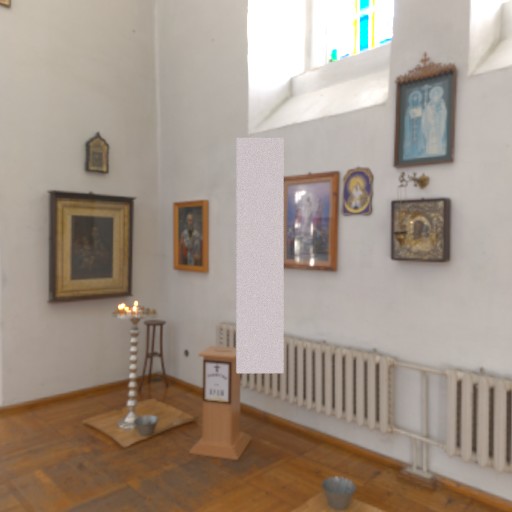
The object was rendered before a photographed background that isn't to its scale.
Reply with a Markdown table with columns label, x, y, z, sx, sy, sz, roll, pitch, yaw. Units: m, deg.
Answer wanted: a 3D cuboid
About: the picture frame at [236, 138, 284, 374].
| label | x | y | z | sx | sy | sz | roll | pitch | yaw |
| --- | --- | --- | --- | --- | --- | --- | --- | --- | --- |
| picture frame | 0.000 | 0.000 | 0.849 | 0.050 | 0.250 | 0.759 | 0 | 0 | -1 |
